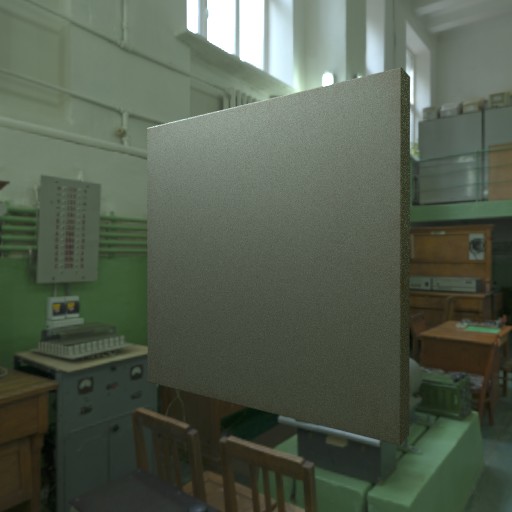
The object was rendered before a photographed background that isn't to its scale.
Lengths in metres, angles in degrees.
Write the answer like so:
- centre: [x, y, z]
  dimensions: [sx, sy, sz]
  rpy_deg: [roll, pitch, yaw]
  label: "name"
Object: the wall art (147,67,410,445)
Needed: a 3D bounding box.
- centre: [0.000, 0.000, 0.754]
  dimensions: [0.503, 0.506, 0.040]
  rpy_deg: [0, 1, 35]
  label: "wall art"
